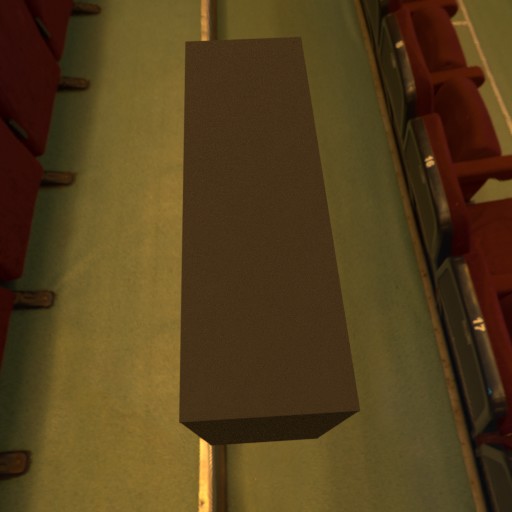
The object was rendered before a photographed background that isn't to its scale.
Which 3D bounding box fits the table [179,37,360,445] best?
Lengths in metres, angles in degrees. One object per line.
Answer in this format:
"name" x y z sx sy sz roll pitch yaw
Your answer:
"table" 0.000 0.000 1.598 0.400 0.855 1.200 -3 63 -2
